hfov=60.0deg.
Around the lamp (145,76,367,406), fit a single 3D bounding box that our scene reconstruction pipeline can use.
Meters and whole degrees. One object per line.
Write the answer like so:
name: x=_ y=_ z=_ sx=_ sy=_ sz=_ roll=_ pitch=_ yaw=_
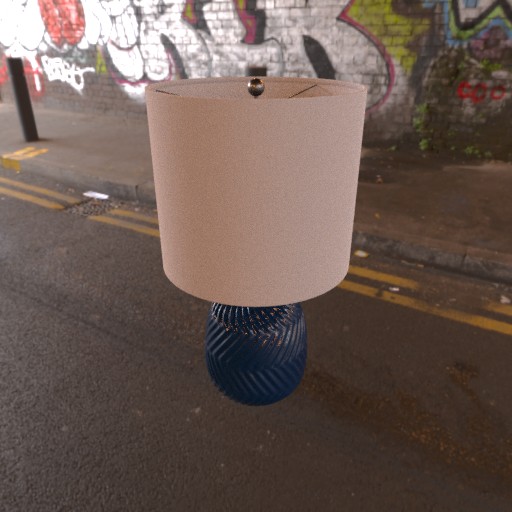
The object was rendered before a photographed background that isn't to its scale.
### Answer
lamp: x=0.000 y=0.000 z=0.493 sx=0.203 sy=0.368 sz=0.203 roll=-8 pitch=28 yaw=-17
